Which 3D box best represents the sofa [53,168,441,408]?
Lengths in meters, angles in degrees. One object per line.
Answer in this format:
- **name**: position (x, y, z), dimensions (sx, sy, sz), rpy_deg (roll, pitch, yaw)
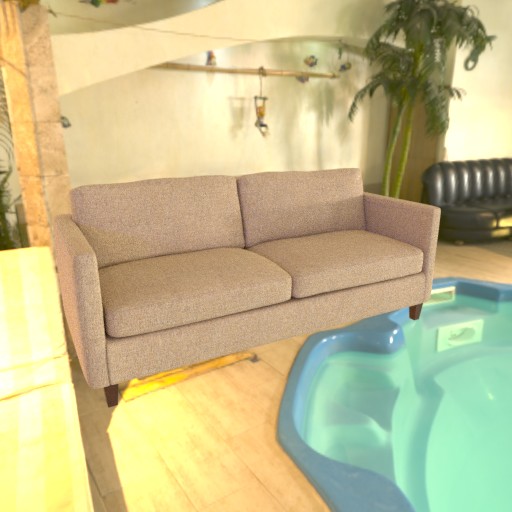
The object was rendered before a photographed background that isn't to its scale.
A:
- **sofa**: position (0.000, 0.000, 2.755), dimensions (2.208, 0.965, 0.951), rpy_deg (-9, 19, -27)
